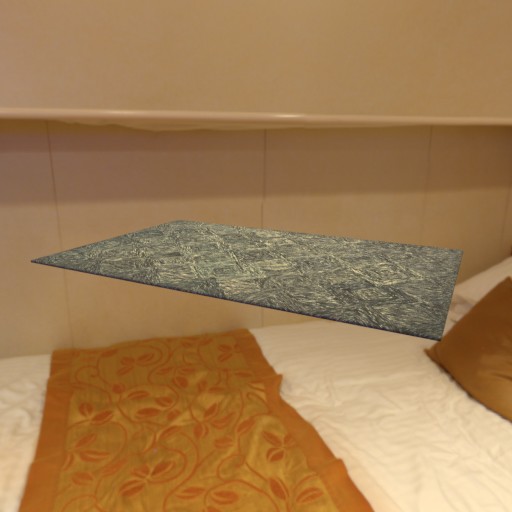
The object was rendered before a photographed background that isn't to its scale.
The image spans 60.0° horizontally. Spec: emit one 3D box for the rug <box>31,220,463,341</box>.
[{"bbox_3d":[0.000,0.000,2.816,2.330,0.017,1.478,8,17,26],"label":"rug"}]
